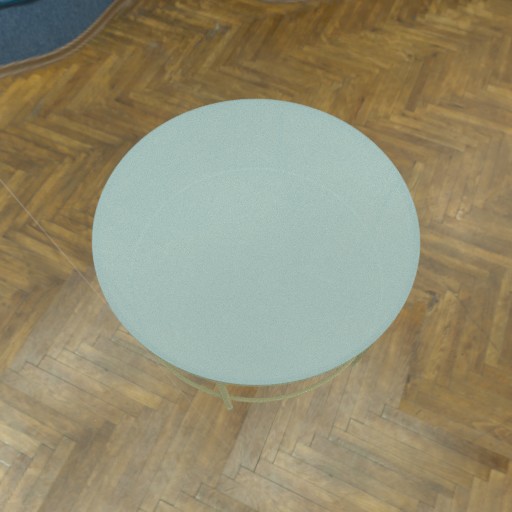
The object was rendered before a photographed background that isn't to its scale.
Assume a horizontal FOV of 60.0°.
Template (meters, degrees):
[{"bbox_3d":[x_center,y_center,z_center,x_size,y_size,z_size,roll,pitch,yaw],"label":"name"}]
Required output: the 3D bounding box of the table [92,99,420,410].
[{"bbox_3d":[0.000,0.000,1.454,0.914,0.470,0.914,0,63,0],"label":"table"}]
